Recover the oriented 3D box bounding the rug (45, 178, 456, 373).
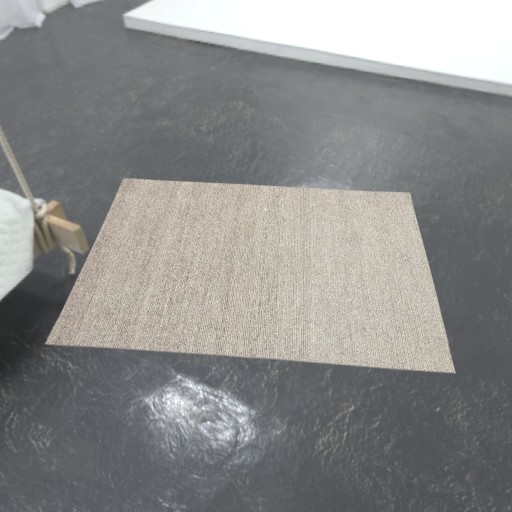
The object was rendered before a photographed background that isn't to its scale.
[{"bbox_3d":[0.000,0.000,3.046,2.342,0.030,1.609,3,46,3],"label":"rug"}]
